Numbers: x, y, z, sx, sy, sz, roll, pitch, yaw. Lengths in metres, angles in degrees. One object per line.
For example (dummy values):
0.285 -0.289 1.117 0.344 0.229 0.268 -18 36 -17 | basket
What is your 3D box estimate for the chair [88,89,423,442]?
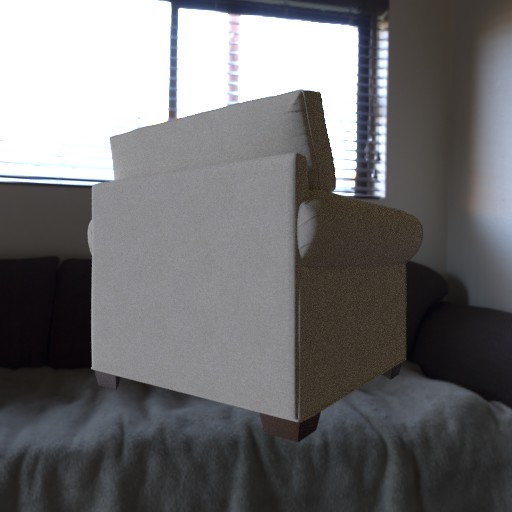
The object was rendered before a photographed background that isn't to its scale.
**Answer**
0.000 0.000 1.714 1.040 0.955 0.863 0 0 36 | chair
